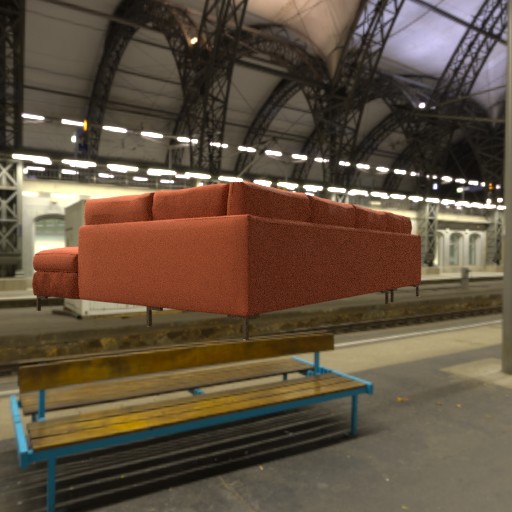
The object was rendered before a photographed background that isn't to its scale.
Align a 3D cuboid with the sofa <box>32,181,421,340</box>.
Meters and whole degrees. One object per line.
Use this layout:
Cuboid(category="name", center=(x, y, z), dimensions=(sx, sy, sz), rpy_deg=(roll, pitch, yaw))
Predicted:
Cuboid(category="sofa", center=(0.000, 0.000, 3.616), dimensions=(1.879, 0.757, 2.736), rpy_deg=(0, 0, 36))
